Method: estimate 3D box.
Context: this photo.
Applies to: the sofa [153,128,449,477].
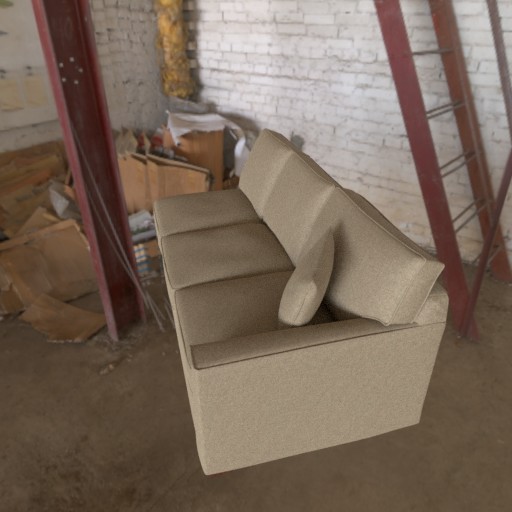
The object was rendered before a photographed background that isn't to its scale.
[{"bbox_3d":[0.000,0.000,2.505,1.034,0.946,1.963,-8,31,-13],"label":"sofa"}]
